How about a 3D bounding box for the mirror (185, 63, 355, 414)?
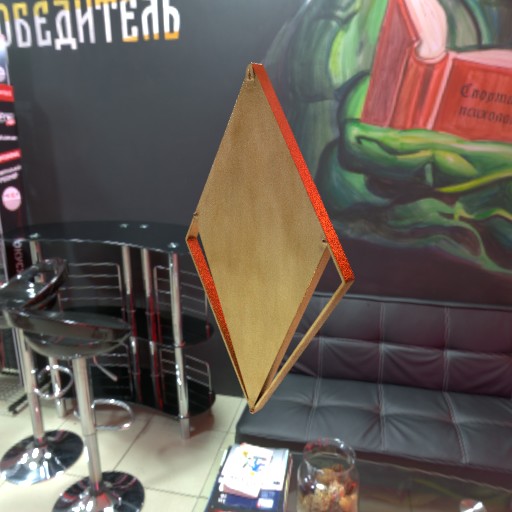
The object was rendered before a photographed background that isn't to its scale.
[{"bbox_3d":[0.000,0.000,0.844,0.032,0.679,0.419,-15,21,-43],"label":"mirror"}]
